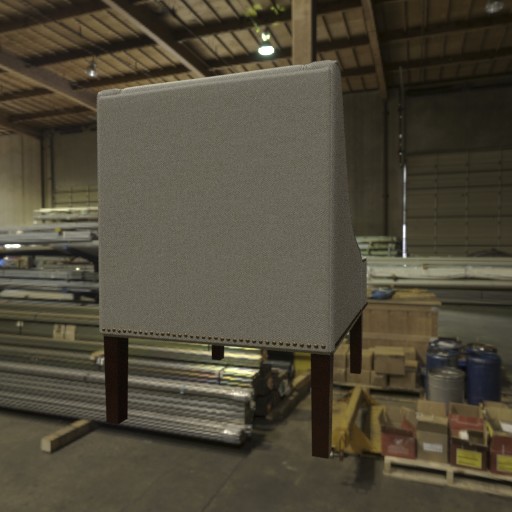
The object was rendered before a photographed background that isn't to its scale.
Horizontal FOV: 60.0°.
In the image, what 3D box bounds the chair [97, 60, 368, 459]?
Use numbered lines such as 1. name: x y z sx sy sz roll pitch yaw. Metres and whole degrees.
1. chair: 0.000 0.000 1.390 0.628 0.872 0.748 1 2 19
